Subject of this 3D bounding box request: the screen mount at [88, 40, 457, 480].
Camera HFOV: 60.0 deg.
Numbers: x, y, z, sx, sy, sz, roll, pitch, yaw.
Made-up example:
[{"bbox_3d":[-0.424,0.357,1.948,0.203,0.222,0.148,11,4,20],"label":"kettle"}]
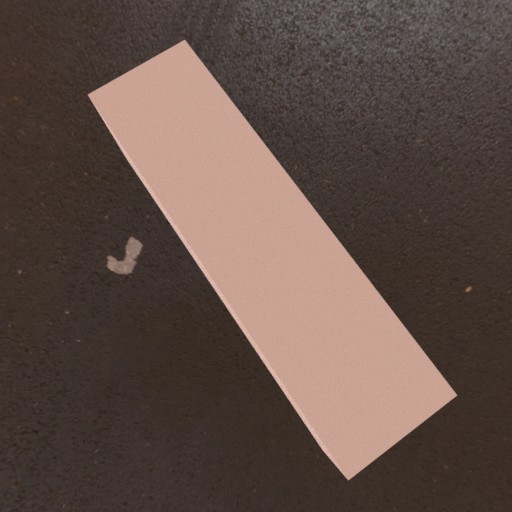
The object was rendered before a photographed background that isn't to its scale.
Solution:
[{"bbox_3d":[0.000,0.000,1.718,0.400,0.619,1.490,-34,78,-8],"label":"screen mount"}]
